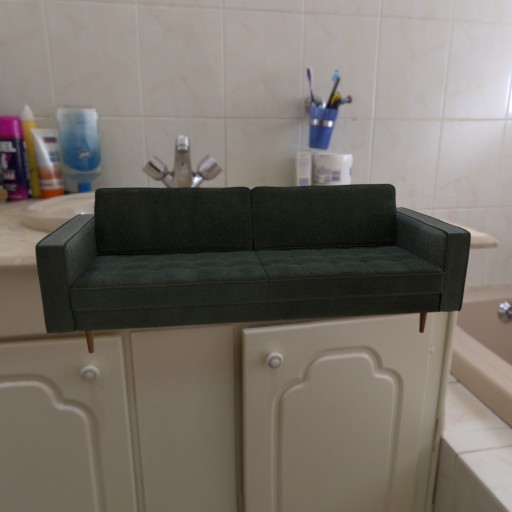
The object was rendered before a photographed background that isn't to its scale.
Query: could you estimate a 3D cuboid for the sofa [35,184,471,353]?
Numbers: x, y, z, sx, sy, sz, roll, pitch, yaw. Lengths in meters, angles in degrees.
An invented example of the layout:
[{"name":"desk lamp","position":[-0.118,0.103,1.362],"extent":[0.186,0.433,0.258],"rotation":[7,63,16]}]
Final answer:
[{"name":"sofa","position":[0.000,0.000,2.630],"extent":[2.214,0.781,0.886],"rotation":[-2,15,-7]}]
